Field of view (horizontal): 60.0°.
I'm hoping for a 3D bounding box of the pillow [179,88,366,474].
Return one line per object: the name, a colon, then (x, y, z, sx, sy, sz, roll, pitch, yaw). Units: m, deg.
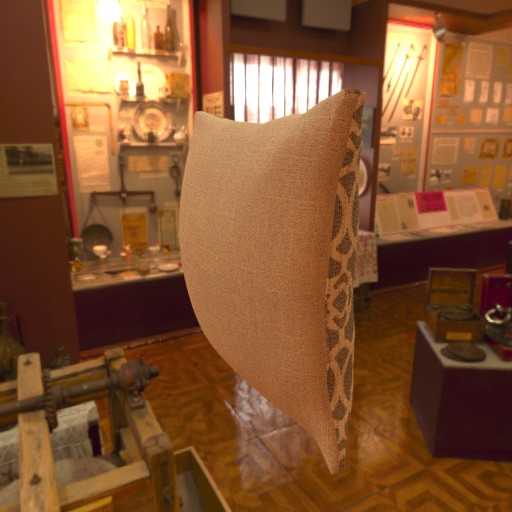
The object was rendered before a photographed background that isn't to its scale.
pillow: (0.000, 0.000, 0.760, 0.215, 0.498, 0.508, -7, 16, -26)
